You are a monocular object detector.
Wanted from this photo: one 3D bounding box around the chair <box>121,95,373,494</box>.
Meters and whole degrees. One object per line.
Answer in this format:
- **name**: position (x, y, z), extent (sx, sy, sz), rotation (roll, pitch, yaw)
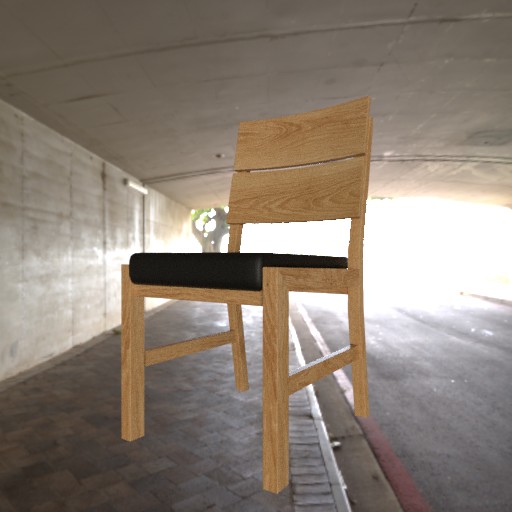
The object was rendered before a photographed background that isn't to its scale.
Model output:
- **chair**: position (0.000, 0.000, 1.245), extent (0.475, 0.950, 0.569), rotation (0, 0, 34)
